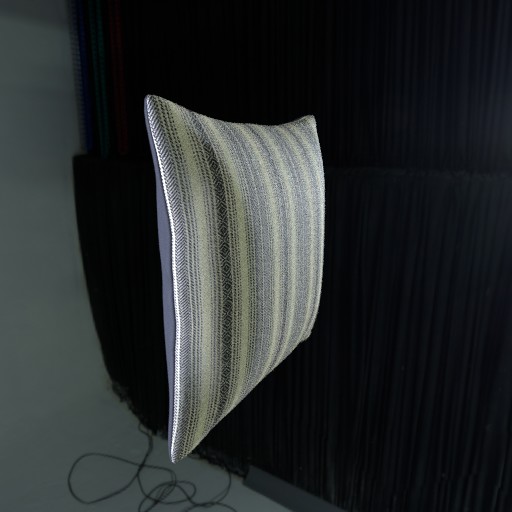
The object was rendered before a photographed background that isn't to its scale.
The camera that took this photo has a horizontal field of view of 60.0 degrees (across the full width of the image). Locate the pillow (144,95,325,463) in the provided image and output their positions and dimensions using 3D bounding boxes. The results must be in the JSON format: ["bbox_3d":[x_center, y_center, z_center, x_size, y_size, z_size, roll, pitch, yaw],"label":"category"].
[{"bbox_3d":[0.000,0.000,0.799,0.166,0.508,0.520,8,17,28],"label":"pillow"}]
